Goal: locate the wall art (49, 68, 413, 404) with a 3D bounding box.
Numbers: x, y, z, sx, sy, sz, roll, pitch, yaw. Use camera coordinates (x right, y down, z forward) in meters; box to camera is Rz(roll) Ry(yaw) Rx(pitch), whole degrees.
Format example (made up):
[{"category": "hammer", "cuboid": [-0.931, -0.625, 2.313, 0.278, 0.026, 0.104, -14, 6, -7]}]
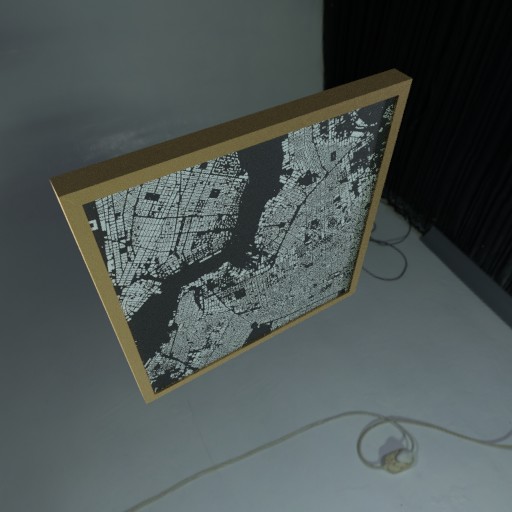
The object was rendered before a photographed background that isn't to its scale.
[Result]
[{"category": "wall art", "cuboid": [0.000, 0.000, 1.899, 1.284, 1.284, 0.095, -24, 52, -21]}]
